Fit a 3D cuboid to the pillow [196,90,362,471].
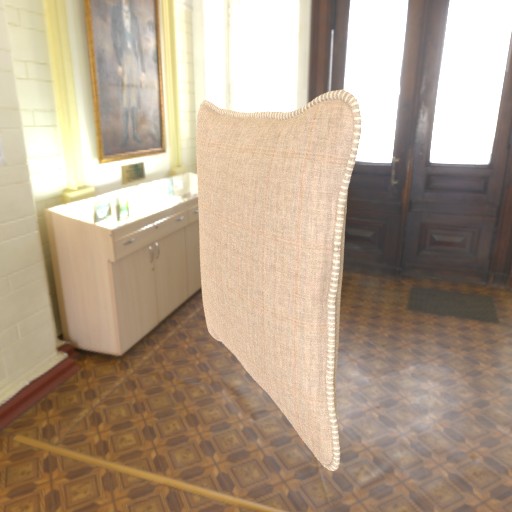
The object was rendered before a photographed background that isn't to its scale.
[{"bbox_3d":[0.000,0.000,0.727,0.124,0.494,0.485,-9,20,-25],"label":"pillow"}]
